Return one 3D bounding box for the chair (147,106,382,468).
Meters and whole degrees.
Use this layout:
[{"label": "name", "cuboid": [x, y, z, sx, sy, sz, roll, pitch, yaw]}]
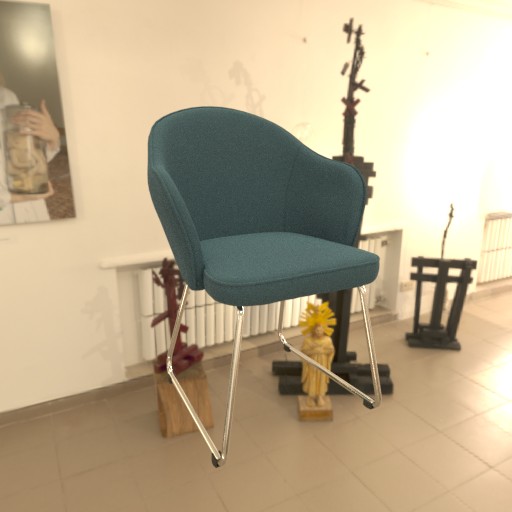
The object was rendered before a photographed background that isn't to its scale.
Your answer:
[{"label": "chair", "cuboid": [0.000, 0.000, 1.227, 0.570, 0.815, 0.585, -8, 17, -27]}]
